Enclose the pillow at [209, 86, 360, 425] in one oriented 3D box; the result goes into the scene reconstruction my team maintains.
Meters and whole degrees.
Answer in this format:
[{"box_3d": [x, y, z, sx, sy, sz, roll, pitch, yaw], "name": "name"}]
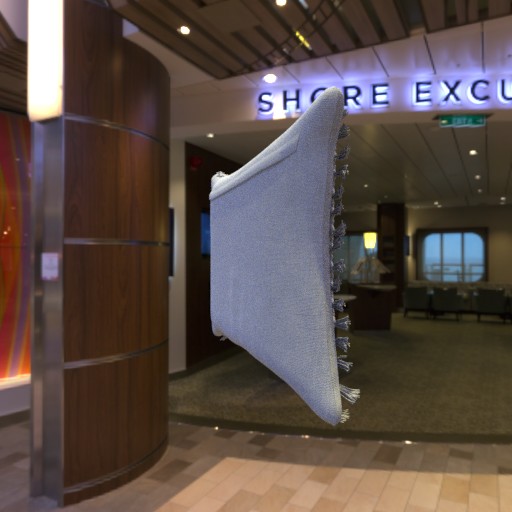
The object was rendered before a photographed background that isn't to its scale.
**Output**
[{"box_3d": [0.000, 0.000, 0.605, 0.084, 0.305, 0.466, 0, 0, -18], "name": "pillow"}]
